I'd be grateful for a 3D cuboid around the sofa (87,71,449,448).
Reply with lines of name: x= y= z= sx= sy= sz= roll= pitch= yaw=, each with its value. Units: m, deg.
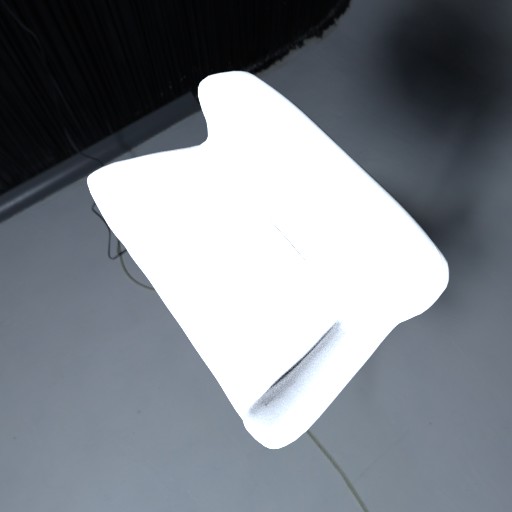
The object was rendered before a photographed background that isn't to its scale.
sofa: x=0.000 y=0.000 z=2.005 sx=0.921 sy=0.878 sz=1.424 roll=-33 pitch=67 yaw=-16
